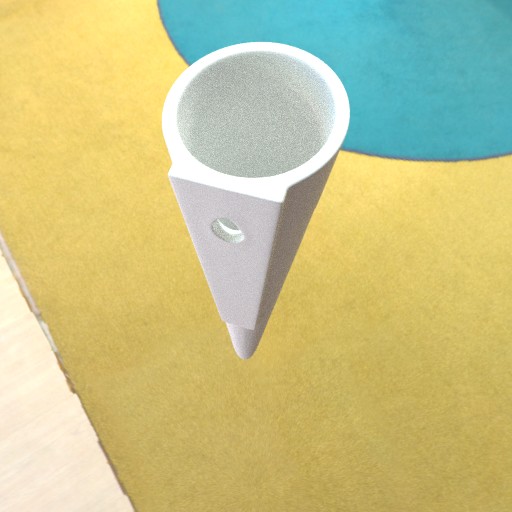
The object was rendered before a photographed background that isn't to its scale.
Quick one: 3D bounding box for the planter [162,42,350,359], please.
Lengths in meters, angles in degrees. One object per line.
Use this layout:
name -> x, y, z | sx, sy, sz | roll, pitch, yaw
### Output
planter -> 0.000, 0.000, 0.222 | 0.057, 0.193, 0.064 | 15, 63, 8
